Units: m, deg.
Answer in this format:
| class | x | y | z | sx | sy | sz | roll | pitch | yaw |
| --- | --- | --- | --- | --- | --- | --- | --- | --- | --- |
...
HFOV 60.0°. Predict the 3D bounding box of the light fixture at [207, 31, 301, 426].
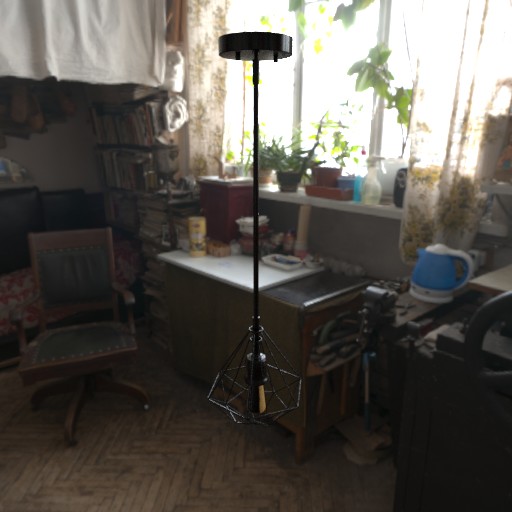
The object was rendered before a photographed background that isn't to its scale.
| class | x | y | z | sx | sy | sz | roll | pitch | yaw |
| --- | --- | --- | --- | --- | --- | --- | --- | --- | --- |
| light fixture | 0.000 | 0.000 | 1.977 | 0.431 | 1.764 | 0.487 | 2 | 16 | 8 |
